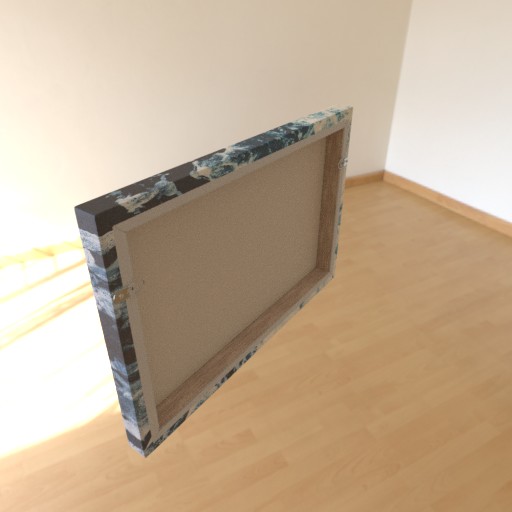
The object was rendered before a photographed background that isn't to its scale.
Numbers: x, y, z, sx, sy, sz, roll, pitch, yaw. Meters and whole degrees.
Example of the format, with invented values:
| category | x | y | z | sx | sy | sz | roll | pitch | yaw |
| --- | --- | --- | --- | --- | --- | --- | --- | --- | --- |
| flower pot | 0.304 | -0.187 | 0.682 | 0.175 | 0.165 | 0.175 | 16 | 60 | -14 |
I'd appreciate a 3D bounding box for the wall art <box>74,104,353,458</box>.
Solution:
| category | x | y | z | sx | sy | sz | roll | pitch | yaw |
| --- | --- | --- | --- | --- | --- | --- | --- | --- | --- |
| wall art | 0.000 | 0.000 | 0.781 | 0.043 | 0.407 | 0.609 | 21 | 37 | 30 |
